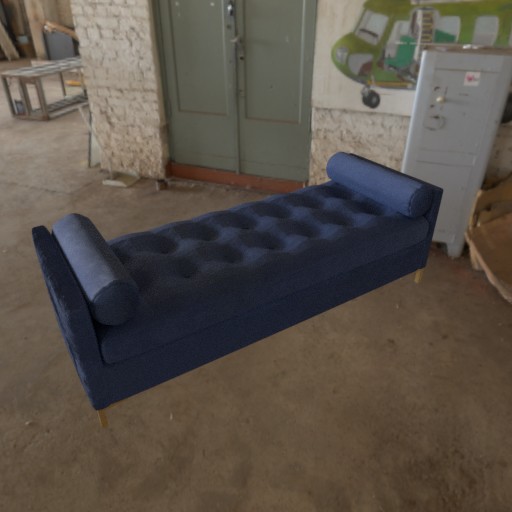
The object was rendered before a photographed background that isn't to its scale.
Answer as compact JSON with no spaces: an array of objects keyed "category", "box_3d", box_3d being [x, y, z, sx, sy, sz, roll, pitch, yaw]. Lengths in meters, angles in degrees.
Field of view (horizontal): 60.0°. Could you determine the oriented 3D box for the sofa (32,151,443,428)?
[{"category":"sofa","box_3d":[0.000,0.000,2.475,2.102,0.705,0.796,-18,36,-27]}]
